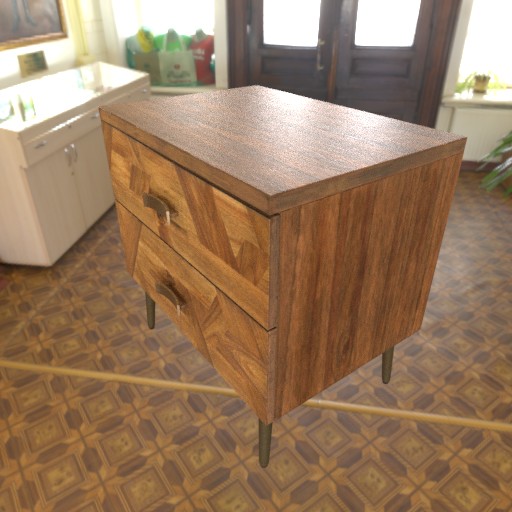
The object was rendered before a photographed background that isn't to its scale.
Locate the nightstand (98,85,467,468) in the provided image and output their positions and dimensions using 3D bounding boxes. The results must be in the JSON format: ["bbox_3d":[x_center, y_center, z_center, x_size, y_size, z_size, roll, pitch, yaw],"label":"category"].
[{"bbox_3d":[0.000,0.000,1.015,0.458,0.610,0.610,-21,37,-31],"label":"nightstand"}]
